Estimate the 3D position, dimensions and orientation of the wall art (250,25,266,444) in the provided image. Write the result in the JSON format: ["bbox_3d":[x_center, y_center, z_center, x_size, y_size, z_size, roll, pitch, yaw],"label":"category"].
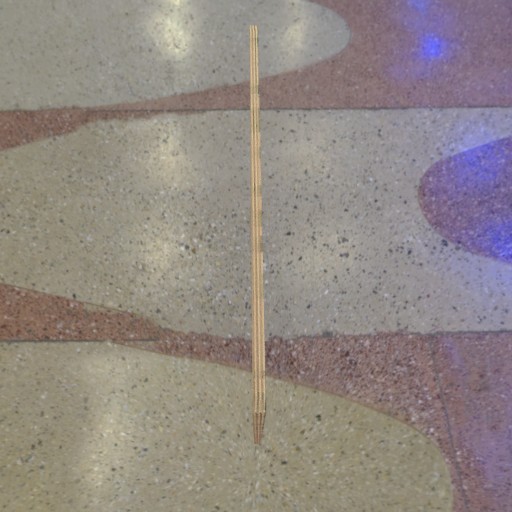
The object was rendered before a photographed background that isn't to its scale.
[{"bbox_3d":[0.000,0.000,0.681,0.012,0.408,0.508,-1,64,0],"label":"wall art"}]
